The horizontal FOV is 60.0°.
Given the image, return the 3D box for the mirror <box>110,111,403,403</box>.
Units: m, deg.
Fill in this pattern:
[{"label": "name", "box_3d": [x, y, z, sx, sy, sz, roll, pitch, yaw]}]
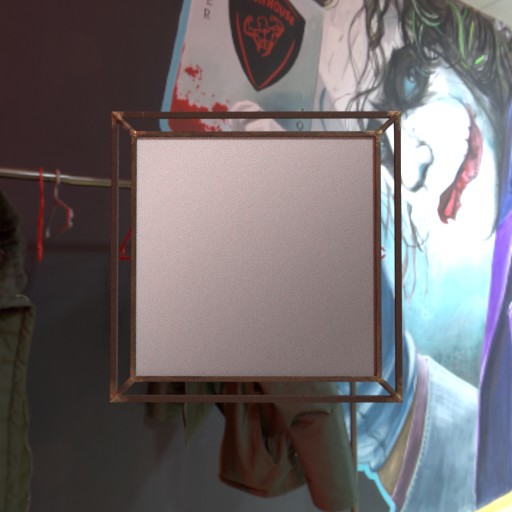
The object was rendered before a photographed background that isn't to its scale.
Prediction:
[{"label": "mirror", "box_3d": [0.000, 0.000, 0.922, 0.610, 0.610, 0.032, 0, -1, 0]}]
